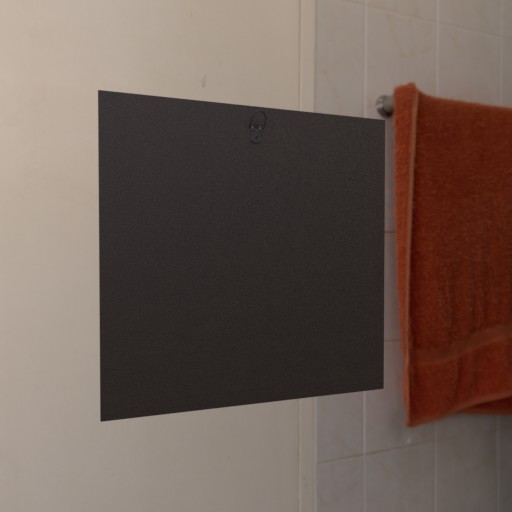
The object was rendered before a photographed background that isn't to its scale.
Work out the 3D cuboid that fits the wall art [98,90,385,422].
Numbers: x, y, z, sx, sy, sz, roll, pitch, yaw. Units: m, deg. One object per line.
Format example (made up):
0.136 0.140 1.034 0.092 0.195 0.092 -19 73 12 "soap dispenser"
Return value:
0.000 0.000 0.524 0.349 0.349 0.038 0 1 -18 "wall art"
